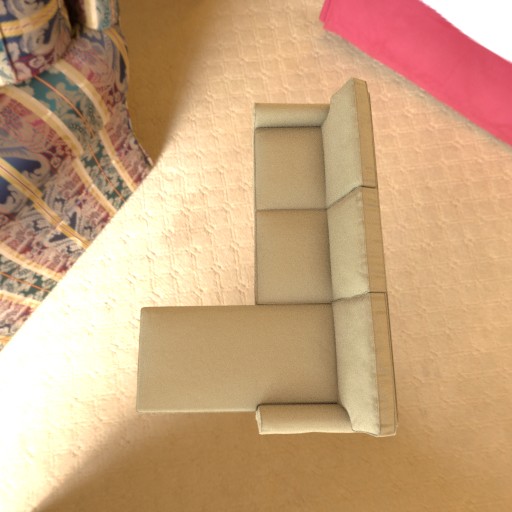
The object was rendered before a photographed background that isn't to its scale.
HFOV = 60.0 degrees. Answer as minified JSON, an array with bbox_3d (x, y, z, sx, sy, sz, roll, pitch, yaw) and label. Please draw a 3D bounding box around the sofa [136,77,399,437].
[{"bbox_3d":[0.000,0.000,3.299,1.733,0.978,2.475,-1,76,0],"label":"sofa"}]
